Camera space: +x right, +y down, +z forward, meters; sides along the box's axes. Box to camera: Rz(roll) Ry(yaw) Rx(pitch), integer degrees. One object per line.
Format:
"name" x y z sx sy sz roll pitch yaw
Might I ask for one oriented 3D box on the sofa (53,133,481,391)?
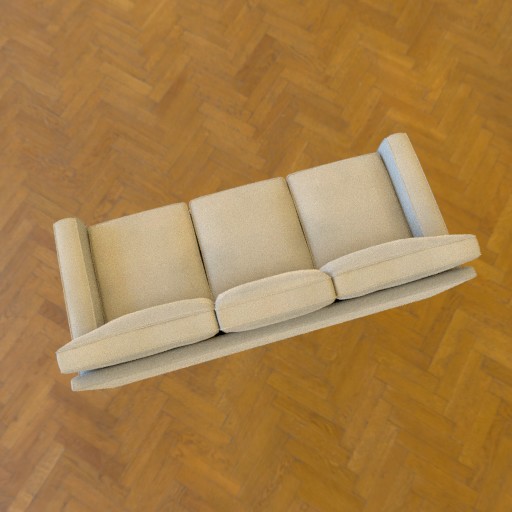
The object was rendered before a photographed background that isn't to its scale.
"sofa" 0.000 0.000 2.521 2.088 0.862 0.935 -15 75 -4
